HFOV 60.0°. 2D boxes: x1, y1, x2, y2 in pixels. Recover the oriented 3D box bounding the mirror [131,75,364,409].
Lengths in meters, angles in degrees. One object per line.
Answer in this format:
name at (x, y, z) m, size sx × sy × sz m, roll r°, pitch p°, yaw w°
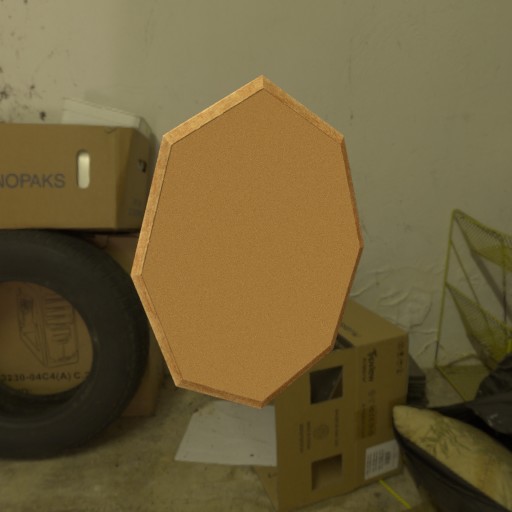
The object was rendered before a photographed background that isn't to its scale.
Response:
mirror at (0.000, 0.000, 1.025) m, size 0.577 × 0.774 × 0.070 m, roll -7°, pitch 17°, yaw -24°
